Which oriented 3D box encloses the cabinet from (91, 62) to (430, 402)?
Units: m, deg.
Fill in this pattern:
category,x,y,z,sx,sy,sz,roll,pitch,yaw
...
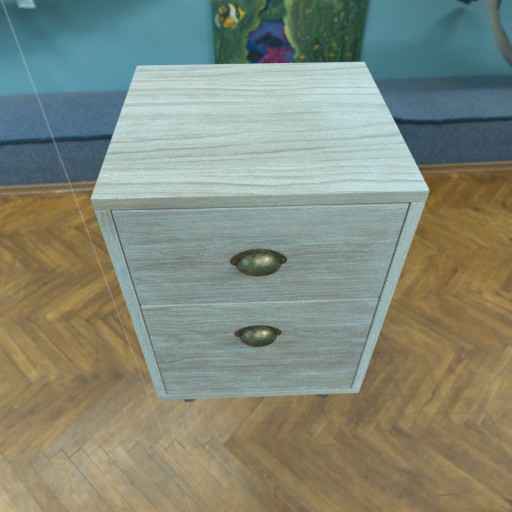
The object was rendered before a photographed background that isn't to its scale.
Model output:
category,x,y,z,sx,sy,sz,roll,pitch,yaw
cabinet,0.000,0.000,0.864,0.409,0.579,0.401,-2,46,-2
